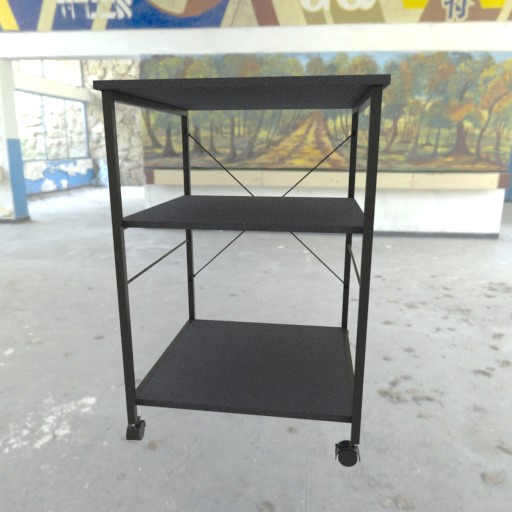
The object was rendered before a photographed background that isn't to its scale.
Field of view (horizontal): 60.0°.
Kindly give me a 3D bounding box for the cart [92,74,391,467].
[{"bbox_3d":[0.000,0.000,1.103,0.521,0.762,0.520,2,14,8],"label":"cart"}]
